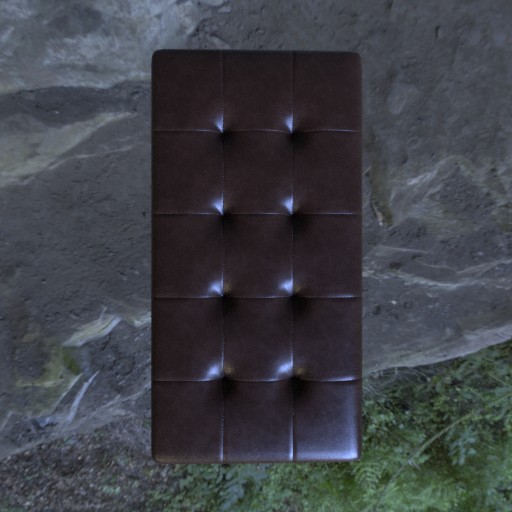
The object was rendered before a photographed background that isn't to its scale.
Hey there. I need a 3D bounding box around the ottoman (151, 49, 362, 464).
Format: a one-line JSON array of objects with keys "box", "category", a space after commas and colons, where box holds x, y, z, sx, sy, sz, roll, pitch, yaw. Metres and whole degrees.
[{"box": [0.000, 0.000, 1.095, 0.432, 0.470, 0.838, 0, 90, -1], "category": "ottoman"}]
